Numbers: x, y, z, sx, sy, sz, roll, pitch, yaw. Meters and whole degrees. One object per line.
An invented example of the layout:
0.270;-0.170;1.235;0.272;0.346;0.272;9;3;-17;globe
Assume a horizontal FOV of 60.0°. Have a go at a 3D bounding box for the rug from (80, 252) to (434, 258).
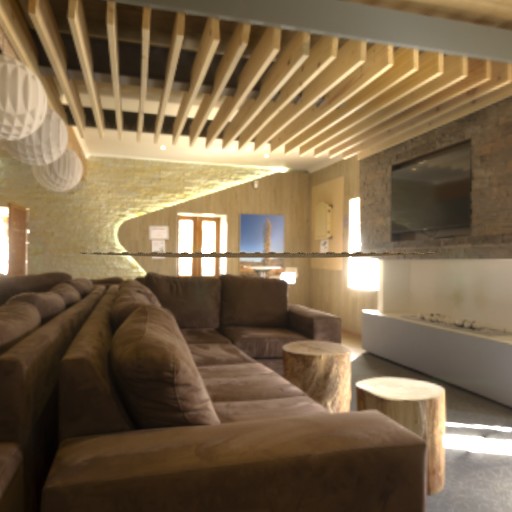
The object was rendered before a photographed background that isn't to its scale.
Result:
0.000;0.000;2.545;1.222;0.009;2.084;0;-1;0;rug
